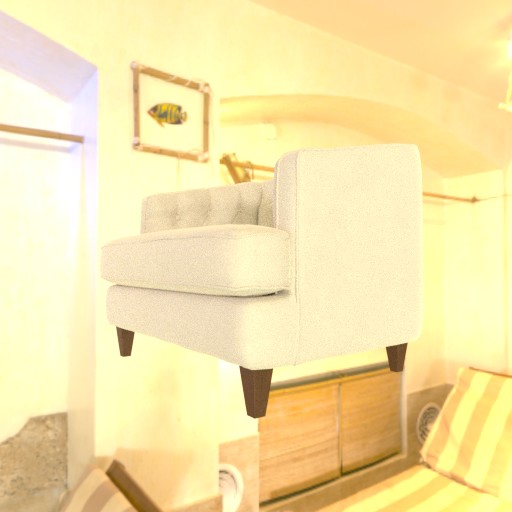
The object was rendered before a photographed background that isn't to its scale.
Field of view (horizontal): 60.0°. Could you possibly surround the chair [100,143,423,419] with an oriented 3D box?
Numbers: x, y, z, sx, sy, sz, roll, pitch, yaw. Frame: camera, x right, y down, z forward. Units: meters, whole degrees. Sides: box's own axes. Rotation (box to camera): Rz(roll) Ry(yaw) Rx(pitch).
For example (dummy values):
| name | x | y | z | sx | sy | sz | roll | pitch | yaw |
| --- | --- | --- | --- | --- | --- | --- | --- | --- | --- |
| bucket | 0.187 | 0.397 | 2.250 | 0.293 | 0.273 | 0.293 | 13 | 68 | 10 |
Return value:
| name | x | y | z | sx | sy | sz | roll | pitch | yaw |
| --- | --- | --- | --- | --- | --- | --- | --- | --- | --- |
| chair | 0.000 | 0.000 | 1.750 | 0.941 | 0.852 | 1.104 | 1 | -1 | -37 |
